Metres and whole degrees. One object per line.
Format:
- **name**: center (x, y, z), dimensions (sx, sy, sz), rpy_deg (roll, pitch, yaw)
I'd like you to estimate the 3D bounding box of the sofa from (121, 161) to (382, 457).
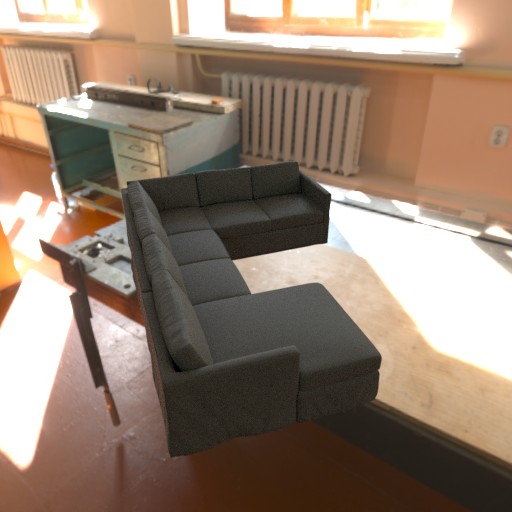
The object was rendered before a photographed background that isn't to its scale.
- **sofa**: center (0.000, 0.000, 4.587), dimensions (2.476, 0.878, 3.528), rpy_deg (-10, 31, -16)
